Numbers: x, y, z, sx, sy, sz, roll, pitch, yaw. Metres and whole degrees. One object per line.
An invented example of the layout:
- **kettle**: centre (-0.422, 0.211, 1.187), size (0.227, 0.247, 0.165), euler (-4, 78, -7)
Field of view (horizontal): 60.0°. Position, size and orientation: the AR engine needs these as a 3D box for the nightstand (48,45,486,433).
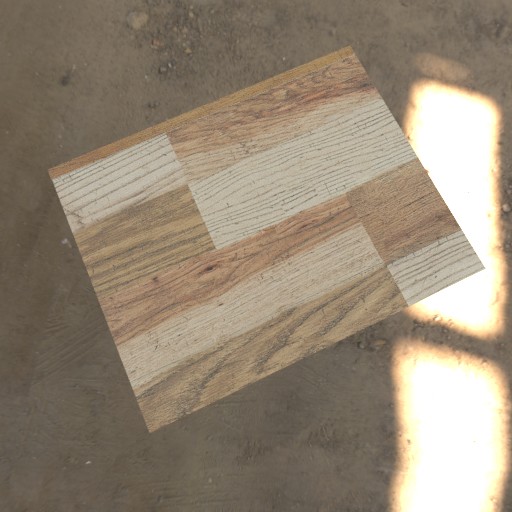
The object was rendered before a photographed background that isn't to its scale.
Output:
- **nightstand**: centre (0.000, 0.000, 1.010), size (0.558, 0.632, 0.481), euler (-24, 77, -6)
